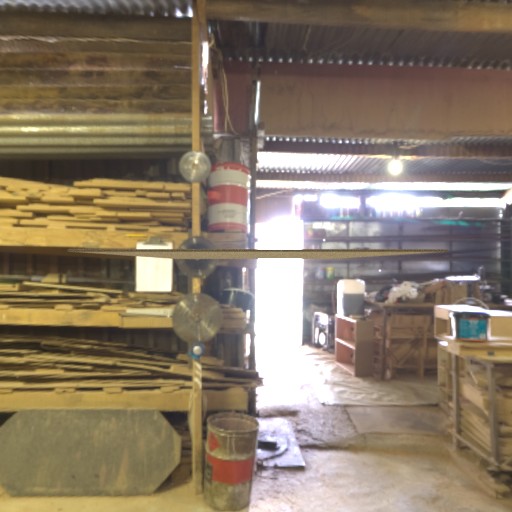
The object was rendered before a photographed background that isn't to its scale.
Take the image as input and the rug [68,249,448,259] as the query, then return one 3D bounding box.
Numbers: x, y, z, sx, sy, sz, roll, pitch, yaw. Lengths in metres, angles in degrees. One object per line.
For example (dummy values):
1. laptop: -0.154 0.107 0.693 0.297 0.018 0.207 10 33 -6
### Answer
1. rug: 0.000 0.000 2.970 1.524 0.011 2.438 0 -1 0
